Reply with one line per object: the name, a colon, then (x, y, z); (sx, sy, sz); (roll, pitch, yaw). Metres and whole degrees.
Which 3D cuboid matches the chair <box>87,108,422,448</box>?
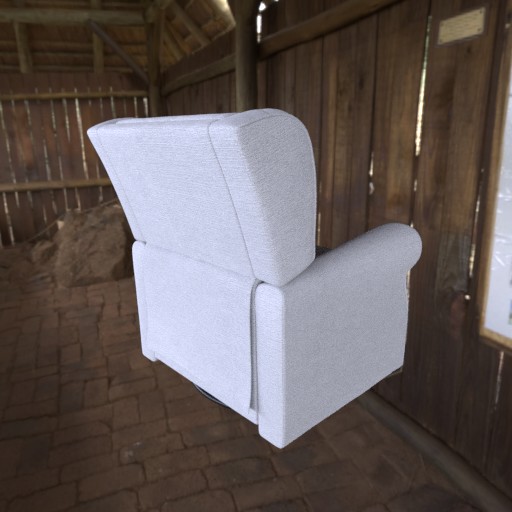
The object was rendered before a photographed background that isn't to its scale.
chair: (0.000, 0.000, 1.612); (0.854, 0.966, 0.906); (-14, 20, -41)
